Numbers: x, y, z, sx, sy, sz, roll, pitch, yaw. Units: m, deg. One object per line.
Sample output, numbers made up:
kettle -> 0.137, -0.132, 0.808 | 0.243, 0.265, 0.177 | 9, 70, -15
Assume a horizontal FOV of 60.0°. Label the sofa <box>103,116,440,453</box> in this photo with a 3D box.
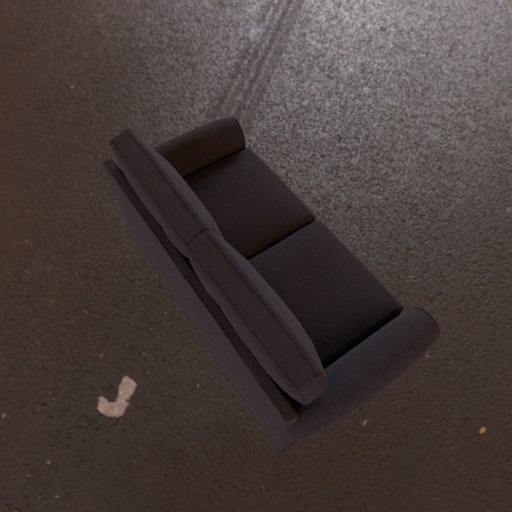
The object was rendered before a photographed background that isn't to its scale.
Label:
sofa -> 0.000, 0.000, 2.605 | 0.951, 1.031, 2.009 | -31, 63, -18
